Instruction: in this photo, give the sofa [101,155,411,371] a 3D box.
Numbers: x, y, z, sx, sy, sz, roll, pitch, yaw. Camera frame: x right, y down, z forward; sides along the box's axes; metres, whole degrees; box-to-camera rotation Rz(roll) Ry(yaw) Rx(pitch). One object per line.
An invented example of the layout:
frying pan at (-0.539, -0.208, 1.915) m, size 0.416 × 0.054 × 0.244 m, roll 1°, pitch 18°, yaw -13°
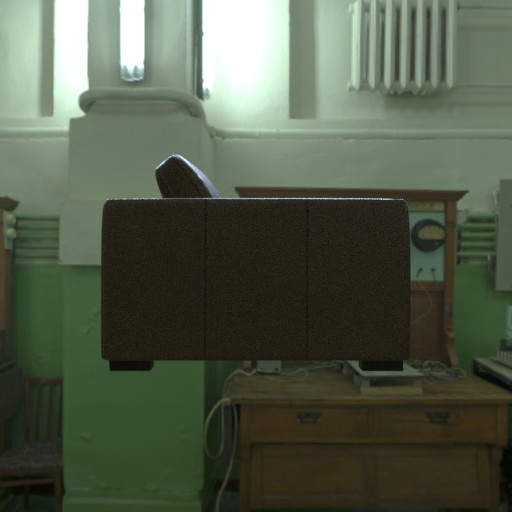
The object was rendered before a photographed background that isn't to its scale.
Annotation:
sofa at (0.000, 0.000, 2.429) m, size 1.070 × 0.800 × 1.920 m, roll 0°, pitch 0°, yaw 0°
